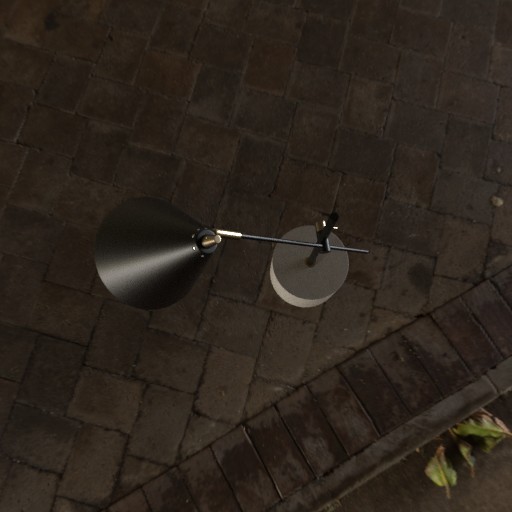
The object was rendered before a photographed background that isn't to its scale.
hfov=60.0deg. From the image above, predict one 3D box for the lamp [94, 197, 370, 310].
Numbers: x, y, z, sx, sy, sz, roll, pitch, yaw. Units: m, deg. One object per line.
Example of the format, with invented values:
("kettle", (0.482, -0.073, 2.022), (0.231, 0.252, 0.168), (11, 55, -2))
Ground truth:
("lamp", (0.000, 0.000, 0.718), (0.403, 0.518, 0.214), (3, 76, 1))
